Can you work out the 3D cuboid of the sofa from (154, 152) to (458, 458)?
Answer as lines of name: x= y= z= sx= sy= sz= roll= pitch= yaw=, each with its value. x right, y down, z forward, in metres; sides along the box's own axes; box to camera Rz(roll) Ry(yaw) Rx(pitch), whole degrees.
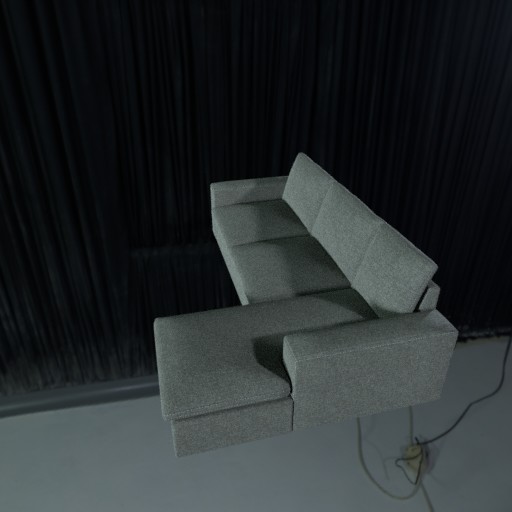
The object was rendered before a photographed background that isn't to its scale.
sofa: x=0.000 y=0.000 z=3.539 sx=1.689 sy=0.940 sz=2.718 roll=-7 pitch=31 yaw=-13
